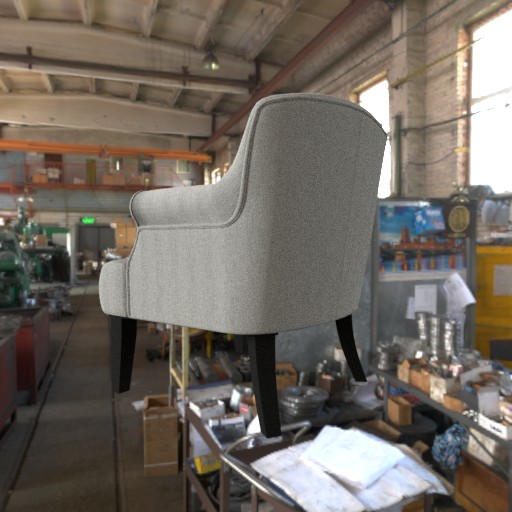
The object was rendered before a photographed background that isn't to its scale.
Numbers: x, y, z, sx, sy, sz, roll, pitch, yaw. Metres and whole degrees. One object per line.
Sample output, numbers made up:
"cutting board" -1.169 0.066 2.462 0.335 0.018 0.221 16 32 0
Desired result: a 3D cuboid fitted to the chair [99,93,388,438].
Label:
"chair" 0.000 0.000 1.486 0.755 0.880 0.772 2 3 38
